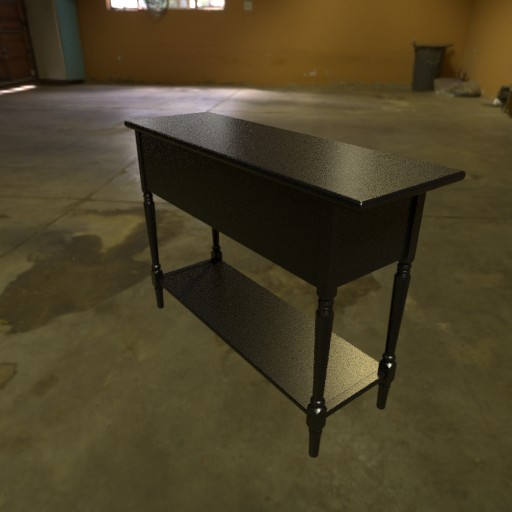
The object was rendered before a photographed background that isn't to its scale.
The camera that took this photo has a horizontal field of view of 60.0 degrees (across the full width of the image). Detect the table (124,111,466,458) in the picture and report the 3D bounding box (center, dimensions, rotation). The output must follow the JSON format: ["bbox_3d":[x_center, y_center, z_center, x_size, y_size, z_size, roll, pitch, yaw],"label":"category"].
[{"bbox_3d":[0.000,0.000,1.580,0.386,0.819,1.191,-19,32,-33],"label":"table"}]
